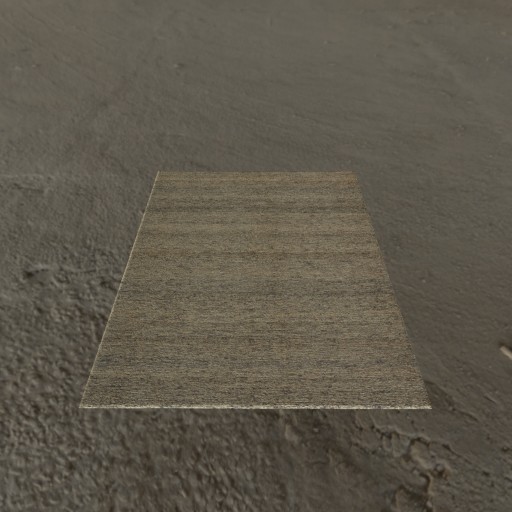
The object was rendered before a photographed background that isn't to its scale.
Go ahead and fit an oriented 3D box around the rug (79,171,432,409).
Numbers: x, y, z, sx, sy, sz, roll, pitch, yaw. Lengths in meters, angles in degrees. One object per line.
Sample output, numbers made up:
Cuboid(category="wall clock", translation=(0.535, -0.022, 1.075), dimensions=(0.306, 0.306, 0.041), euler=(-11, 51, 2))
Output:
Cuboid(category="rug", translation=(0.000, 0.000, 4.245), dimensions=(2.414, 0.036, 3.199), euler=(0, 41, 0))
